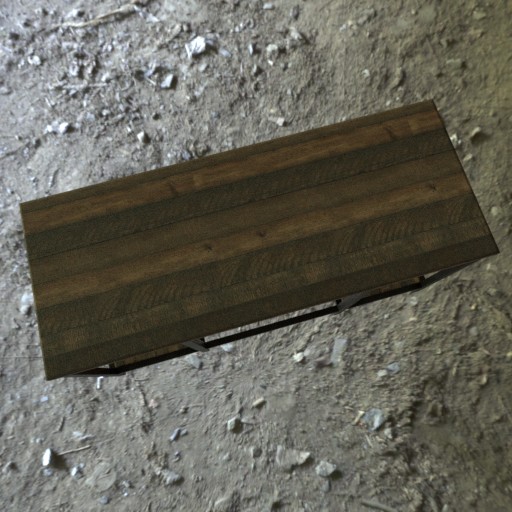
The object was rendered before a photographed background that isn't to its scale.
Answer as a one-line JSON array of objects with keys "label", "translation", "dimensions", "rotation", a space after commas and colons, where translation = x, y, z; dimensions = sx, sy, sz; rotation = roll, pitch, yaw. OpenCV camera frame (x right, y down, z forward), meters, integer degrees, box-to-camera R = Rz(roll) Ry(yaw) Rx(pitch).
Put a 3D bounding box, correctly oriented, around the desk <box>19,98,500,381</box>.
[{"label": "desk", "translation": [0.000, 0.000, 1.882], "dimensions": [1.538, 0.753, 0.617], "rotation": [-15, 76, -4]}]
